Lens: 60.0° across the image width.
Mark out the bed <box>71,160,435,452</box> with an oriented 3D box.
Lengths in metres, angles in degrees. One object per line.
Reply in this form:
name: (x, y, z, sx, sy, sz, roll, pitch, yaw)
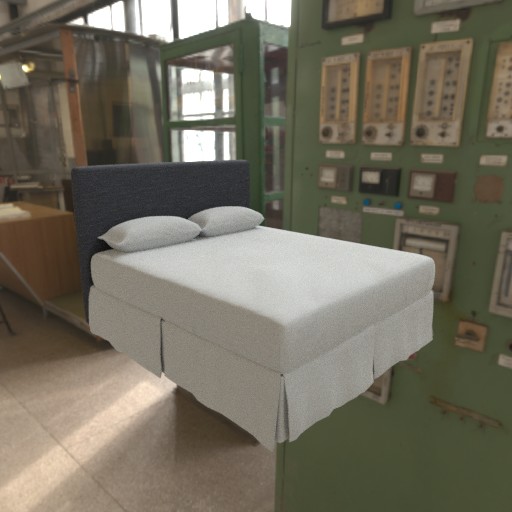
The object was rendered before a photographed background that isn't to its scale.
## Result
bed: (0.000, 0.000, 3.357, 2.142, 1.330, 1.884, 14, 20, 42)
